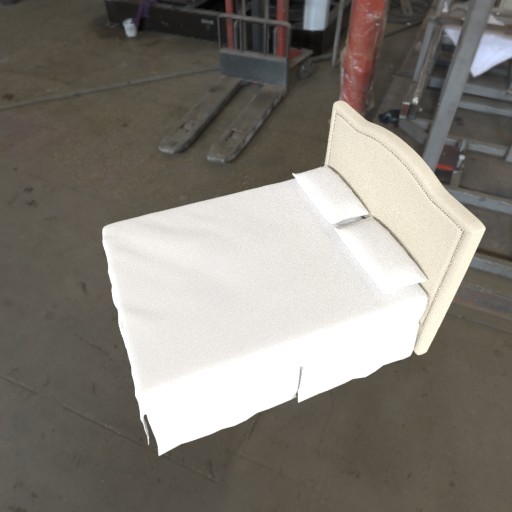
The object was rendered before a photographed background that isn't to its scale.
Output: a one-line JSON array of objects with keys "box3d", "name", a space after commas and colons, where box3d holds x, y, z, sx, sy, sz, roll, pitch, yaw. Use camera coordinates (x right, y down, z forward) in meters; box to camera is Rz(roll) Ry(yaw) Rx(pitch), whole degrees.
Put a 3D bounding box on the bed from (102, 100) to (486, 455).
[{"box3d": [0.000, 0.000, 3.265, 2.196, 1.449, 1.741, -16, 48, -15], "name": "bed"}]
